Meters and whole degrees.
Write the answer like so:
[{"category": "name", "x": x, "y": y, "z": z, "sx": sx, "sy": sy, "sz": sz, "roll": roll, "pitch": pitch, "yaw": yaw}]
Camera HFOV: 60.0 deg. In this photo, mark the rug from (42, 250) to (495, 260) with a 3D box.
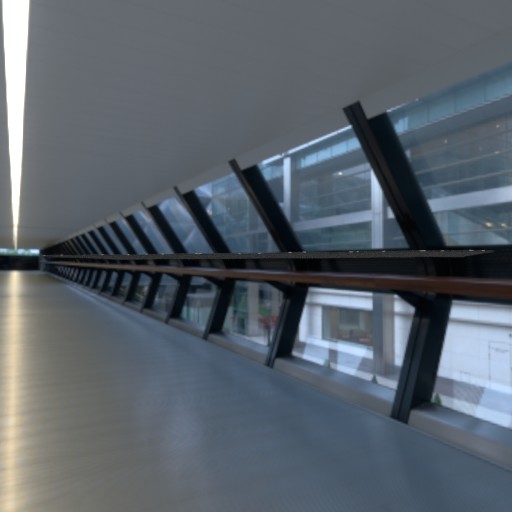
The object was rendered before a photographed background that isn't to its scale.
[{"category": "rug", "x": 0.000, "y": 0.000, "z": 2.694, "sx": 2.476, "sy": 0.010, "sz": 0.807, "roll": -1, "pitch": -2, "yaw": 16}]
